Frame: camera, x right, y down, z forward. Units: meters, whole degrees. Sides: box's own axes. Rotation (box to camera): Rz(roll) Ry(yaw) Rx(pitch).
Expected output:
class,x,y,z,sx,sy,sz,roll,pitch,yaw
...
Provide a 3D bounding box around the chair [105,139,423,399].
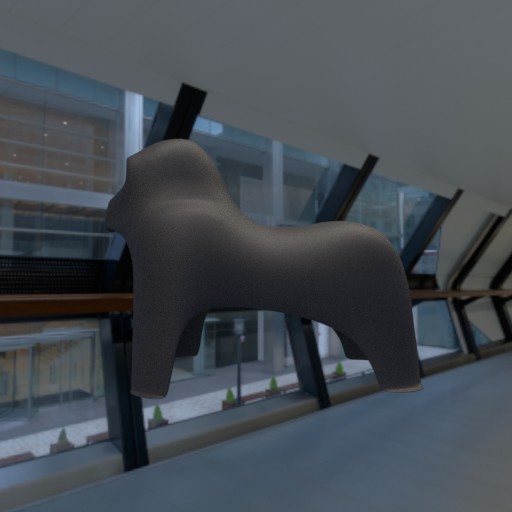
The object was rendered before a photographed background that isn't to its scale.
class,x,y,z,sx,sy,sz,roll,pitch,yaw
chair,0.000,0.000,1.145,0.758,0.600,0.490,0,-3,0
